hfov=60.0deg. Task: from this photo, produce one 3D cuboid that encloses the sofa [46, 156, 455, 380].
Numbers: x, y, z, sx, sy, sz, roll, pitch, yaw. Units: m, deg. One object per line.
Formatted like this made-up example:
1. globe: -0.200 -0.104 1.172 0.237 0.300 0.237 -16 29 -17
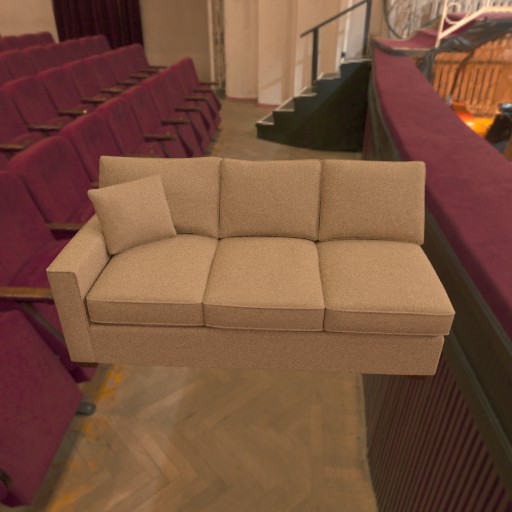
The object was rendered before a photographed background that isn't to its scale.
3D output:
1. sofa: 0.000 0.000 2.556 1.962 0.946 1.034 1 30 3
